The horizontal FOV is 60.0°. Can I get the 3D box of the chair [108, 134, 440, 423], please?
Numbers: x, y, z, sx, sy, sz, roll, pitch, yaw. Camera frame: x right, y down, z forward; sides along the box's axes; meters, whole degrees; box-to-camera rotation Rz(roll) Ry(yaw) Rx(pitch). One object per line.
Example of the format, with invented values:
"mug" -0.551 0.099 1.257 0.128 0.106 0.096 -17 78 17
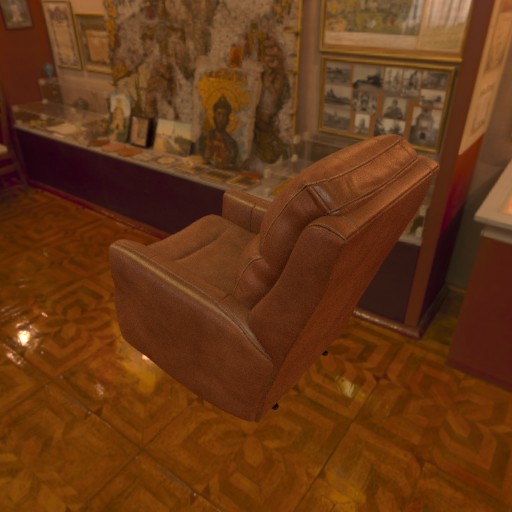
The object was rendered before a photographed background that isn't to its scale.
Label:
"chair" 0.000 0.000 1.754 1.072 1.016 0.821 22 37 32
